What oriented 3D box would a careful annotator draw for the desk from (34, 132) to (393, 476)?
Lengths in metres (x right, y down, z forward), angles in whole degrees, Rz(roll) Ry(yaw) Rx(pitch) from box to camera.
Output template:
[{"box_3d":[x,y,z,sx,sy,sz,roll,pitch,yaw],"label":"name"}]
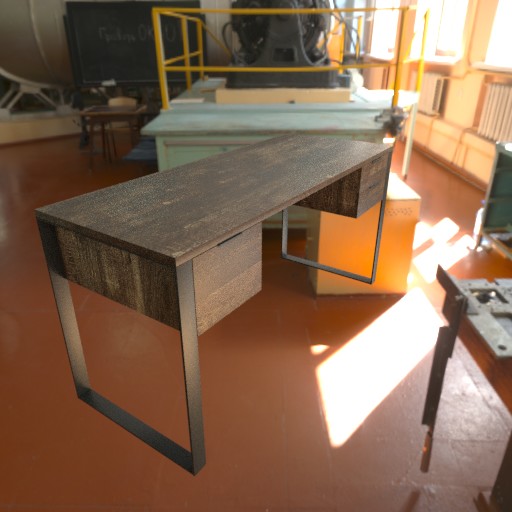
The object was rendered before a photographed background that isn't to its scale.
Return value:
[{"box_3d":[0.000,0.000,1.935,0.599,0.762,1.524,17,31,31],"label":"desk"}]
